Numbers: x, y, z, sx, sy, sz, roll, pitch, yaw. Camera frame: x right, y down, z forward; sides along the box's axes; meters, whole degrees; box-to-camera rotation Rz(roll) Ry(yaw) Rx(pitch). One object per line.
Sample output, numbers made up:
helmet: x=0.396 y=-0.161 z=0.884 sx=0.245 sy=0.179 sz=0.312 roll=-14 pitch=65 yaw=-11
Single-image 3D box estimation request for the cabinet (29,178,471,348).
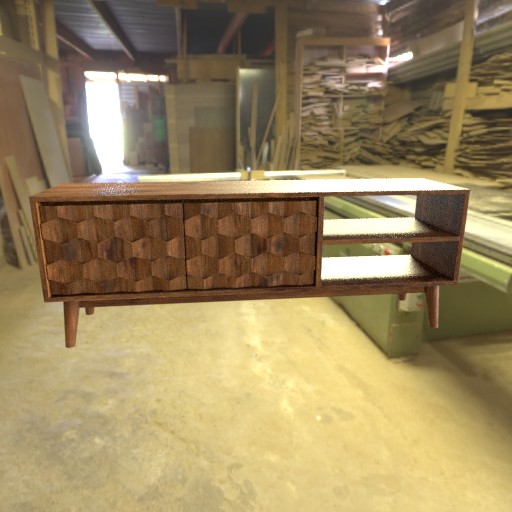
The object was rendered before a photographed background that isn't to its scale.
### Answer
cabinet: x=0.000 y=0.000 z=1.685 sx=1.448 sy=0.528 sz=0.349 roll=-2 pitch=16 yaw=-6
